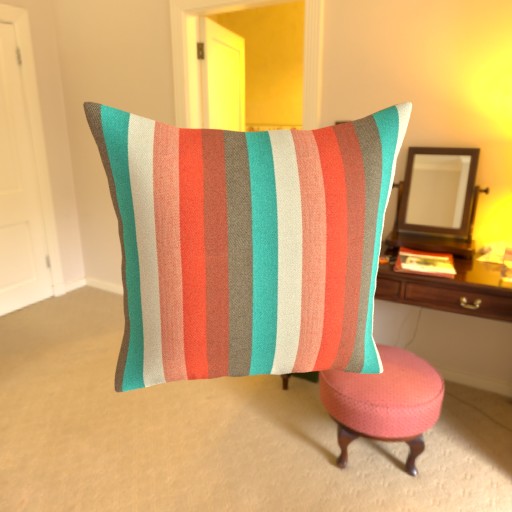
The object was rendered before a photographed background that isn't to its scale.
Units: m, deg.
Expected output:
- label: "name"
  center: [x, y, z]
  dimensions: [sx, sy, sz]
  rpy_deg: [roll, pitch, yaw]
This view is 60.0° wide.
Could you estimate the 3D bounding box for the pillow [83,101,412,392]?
- label: "pillow"
  center: [0.000, 0.000, 0.672]
  dimensions: [0.453, 0.443, 0.168]
  rpy_deg: [-3, 17, -8]
